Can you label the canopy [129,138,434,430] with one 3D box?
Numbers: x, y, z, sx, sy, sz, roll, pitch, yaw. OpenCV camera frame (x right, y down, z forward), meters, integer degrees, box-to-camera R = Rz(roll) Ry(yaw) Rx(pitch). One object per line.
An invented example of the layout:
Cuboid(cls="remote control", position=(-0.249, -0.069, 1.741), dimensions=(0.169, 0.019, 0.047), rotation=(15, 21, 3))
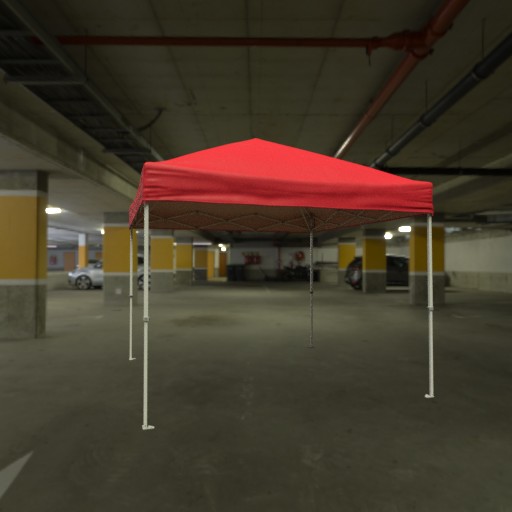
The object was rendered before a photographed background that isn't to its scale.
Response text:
Cuboid(cls="canopy", position=(0.000, 0.000, 5.619), dimensions=(2.998, 2.997, 2.996), rotation=(0, -1, -18))
